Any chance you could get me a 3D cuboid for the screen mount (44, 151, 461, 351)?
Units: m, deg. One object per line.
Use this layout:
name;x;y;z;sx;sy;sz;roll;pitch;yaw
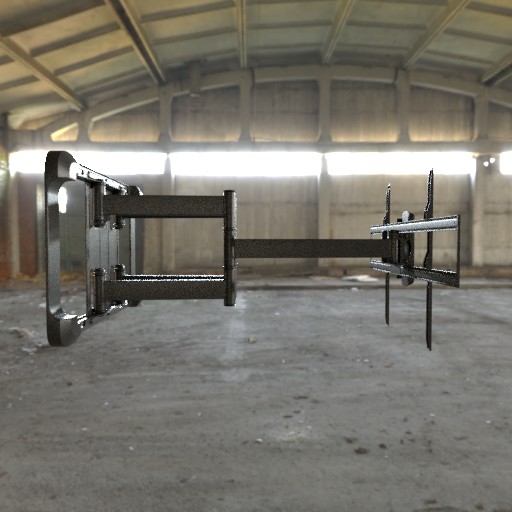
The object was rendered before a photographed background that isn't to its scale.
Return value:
screen mount;0.000;0.000;1.307;0.905;0.483;0.725;0;2;-1
